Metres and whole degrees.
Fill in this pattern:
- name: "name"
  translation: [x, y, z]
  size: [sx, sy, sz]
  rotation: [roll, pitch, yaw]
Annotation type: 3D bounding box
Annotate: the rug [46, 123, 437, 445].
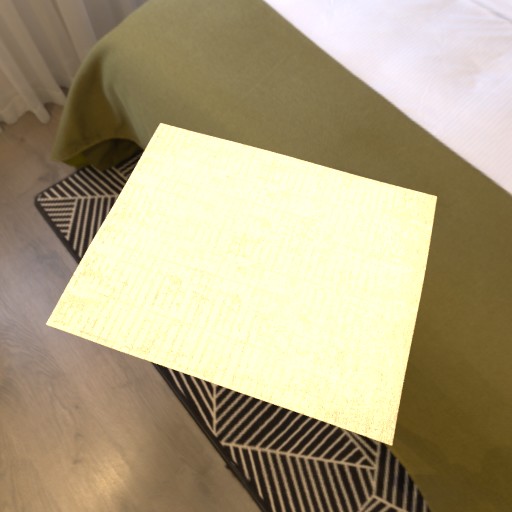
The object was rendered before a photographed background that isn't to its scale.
- name: "rug"
  translation: [0.000, 0.000, 4.166]
  size: [3.061, 0.014, 2.447]
  rotation: [17, 65, 8]
